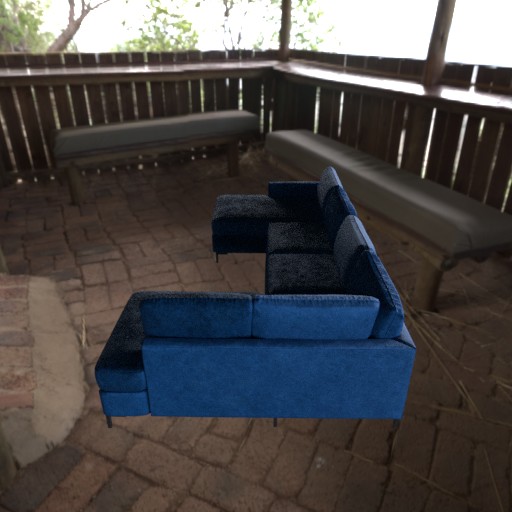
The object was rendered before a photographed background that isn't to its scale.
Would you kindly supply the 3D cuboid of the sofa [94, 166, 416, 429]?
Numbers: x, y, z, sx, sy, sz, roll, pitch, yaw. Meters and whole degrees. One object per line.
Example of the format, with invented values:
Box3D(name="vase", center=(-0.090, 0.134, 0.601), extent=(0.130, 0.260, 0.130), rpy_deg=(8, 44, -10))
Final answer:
Box3D(name="sofa", center=(0.000, 0.000, 4.358), extent=(2.055, 0.992, 3.434), rpy_deg=(0, 27, 1))
